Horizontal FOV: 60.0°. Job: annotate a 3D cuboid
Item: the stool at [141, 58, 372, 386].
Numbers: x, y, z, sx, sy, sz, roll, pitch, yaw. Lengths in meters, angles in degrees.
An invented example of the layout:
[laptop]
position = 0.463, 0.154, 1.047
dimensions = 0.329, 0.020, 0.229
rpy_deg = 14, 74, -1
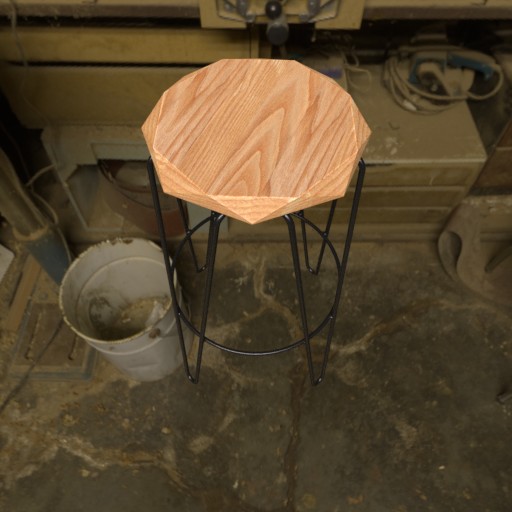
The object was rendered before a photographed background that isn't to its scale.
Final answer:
[stool]
position = 0.000, 0.000, 0.788
dimensions = 0.326, 0.610, 0.326
rpy_deg = 1, 58, 1
